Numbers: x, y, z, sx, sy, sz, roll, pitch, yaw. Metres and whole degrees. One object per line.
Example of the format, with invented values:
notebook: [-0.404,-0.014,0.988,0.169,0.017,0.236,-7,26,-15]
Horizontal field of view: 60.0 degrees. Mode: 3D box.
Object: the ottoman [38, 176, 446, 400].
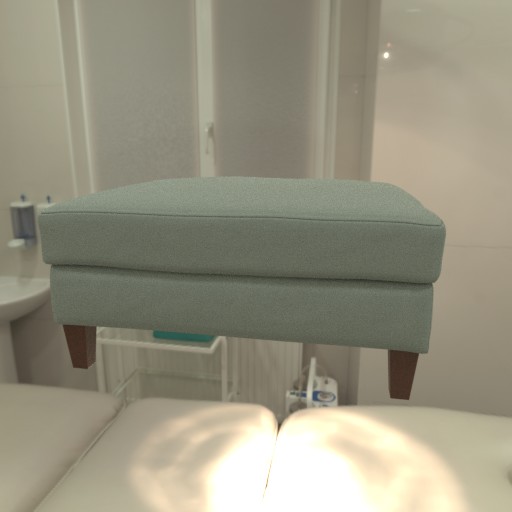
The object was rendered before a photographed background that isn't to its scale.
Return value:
ottoman: [0.000,0.000,1.456,0.991,0.494,0.842,3,14,10]
